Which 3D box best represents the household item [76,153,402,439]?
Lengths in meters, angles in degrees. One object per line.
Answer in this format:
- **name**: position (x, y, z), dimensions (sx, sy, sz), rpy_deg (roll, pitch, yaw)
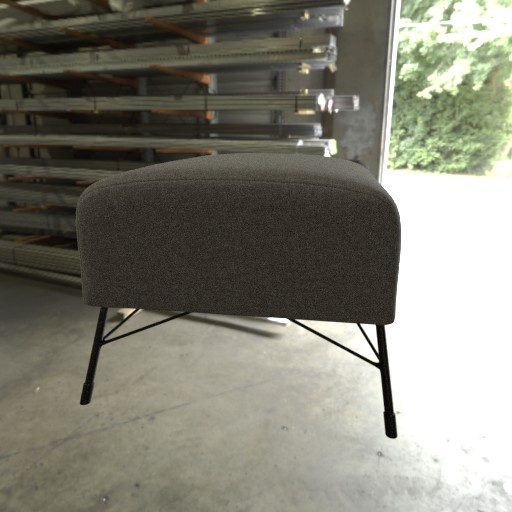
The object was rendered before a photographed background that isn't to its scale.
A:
- **household item**: position (0.000, 0.000, 0.914), dimensions (0.530, 0.410, 0.530), rpy_deg (3, 16, 9)
